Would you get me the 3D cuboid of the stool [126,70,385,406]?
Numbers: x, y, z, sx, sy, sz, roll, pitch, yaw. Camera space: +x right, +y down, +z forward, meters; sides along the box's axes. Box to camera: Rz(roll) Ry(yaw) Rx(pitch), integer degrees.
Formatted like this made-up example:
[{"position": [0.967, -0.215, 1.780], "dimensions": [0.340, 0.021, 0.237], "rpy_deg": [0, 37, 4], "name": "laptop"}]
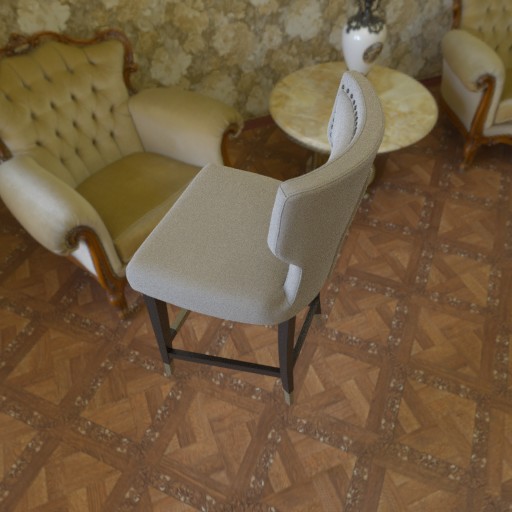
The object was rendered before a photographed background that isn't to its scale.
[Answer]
[{"position": [0.000, 0.000, 1.337], "dimensions": [0.563, 0.982, 0.527], "rpy_deg": [16, 50, 14], "name": "stool"}]
